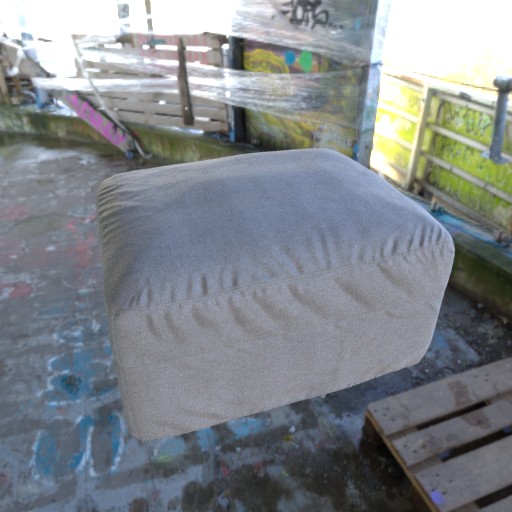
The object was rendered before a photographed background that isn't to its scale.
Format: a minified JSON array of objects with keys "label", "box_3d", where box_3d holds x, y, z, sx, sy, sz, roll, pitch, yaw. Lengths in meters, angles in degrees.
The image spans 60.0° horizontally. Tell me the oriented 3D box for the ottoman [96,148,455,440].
[{"label":"ottoman","box_3d":[0.000,0.000,1.260,0.837,0.481,0.683,-10,34,-16]}]
